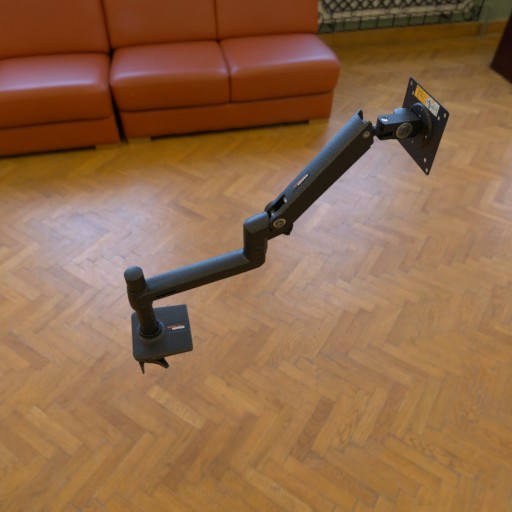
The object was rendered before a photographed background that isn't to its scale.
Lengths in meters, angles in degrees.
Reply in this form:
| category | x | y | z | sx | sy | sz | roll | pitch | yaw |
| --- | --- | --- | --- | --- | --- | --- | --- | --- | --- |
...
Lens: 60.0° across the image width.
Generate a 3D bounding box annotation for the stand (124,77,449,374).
| category | x | y | z | sx | sy | sz | roll | pitch | yaw |
| --- | --- | --- | --- | --- | --- | --- | --- | --- | --- |
| stand | 0.000 | 0.000 | 1.020 | 0.650 | 0.713 | 0.152 | -10 | 47 | -9 |
